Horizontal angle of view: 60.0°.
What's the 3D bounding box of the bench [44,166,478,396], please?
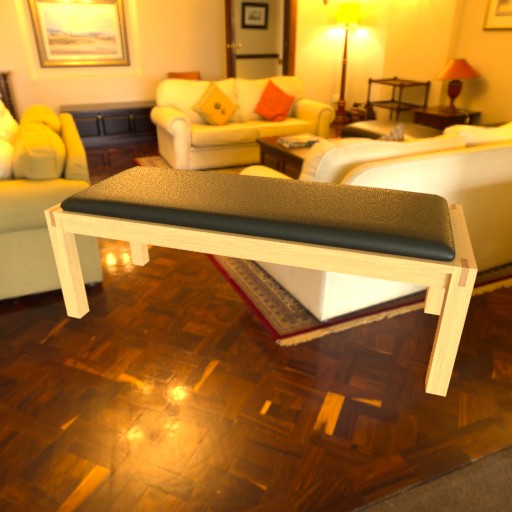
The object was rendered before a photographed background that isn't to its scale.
[{"bbox_3d":[0.000,0.000,1.434,1.202,0.430,0.450,8,28,16],"label":"bench"}]
